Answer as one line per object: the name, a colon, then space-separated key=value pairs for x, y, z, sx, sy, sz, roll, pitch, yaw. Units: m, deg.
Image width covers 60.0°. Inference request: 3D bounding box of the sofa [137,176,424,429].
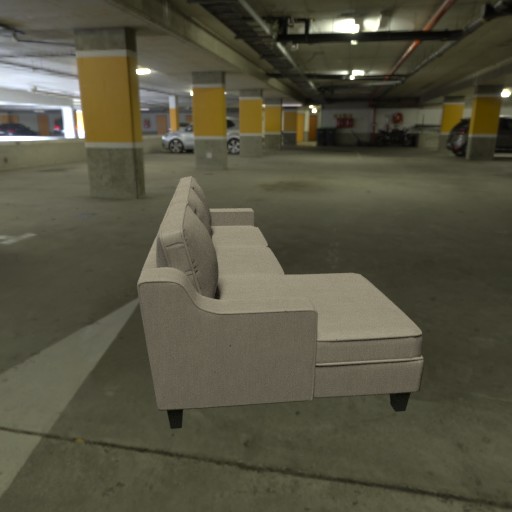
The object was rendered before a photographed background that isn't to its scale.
sofa: x=0.000 y=0.000 z=3.158 sx=1.294 sy=0.928 sz=2.561 roll=-2 pitch=16 yaw=-7
